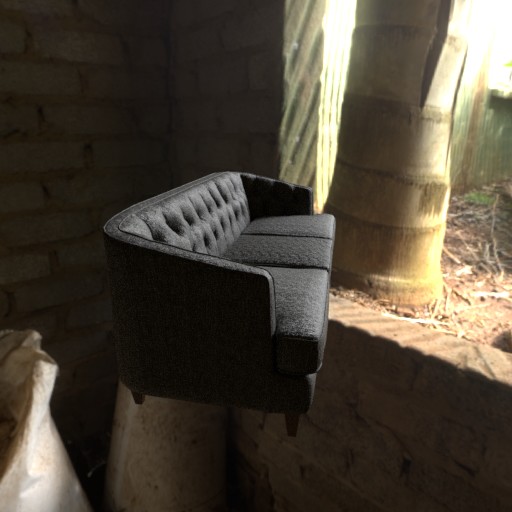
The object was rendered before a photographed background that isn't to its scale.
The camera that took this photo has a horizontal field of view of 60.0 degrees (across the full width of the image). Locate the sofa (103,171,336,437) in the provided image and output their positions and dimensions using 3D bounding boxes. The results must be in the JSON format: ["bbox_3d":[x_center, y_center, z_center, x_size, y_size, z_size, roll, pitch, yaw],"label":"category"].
[{"bbox_3d":[0.000,0.000,2.745,0.941,0.855,2.278,3,17,10],"label":"sofa"}]
